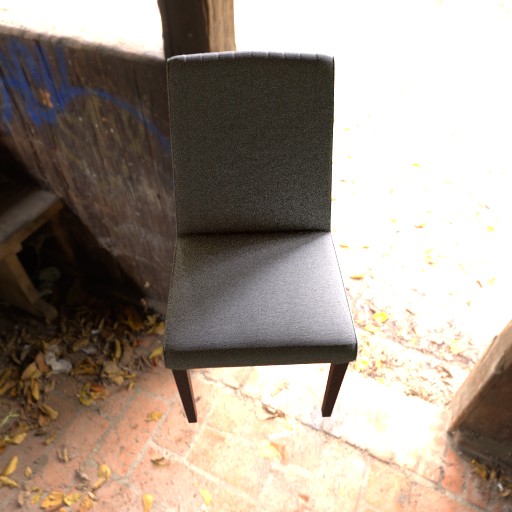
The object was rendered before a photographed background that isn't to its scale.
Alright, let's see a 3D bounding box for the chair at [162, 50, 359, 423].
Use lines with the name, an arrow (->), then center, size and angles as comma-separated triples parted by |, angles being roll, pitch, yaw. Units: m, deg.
chair -> 0.000, 0.000, 1.236 | 0.480, 0.900, 0.594 | -2, 47, -2
